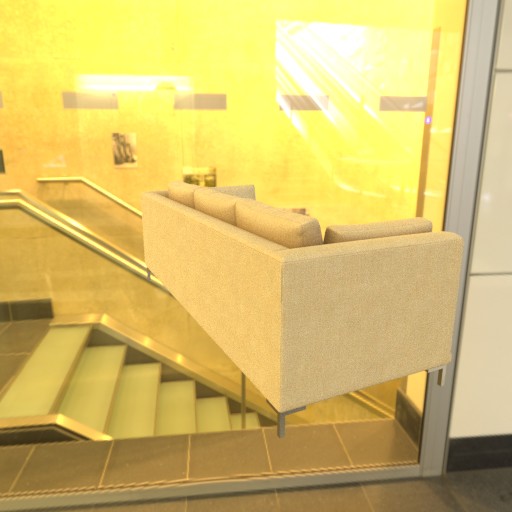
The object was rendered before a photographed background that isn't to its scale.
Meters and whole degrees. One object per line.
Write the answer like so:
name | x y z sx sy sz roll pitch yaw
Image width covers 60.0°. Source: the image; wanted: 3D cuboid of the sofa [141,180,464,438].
sofa | 0.000 0.000 2.921 0.969 0.867 2.415 -7 16 -25
